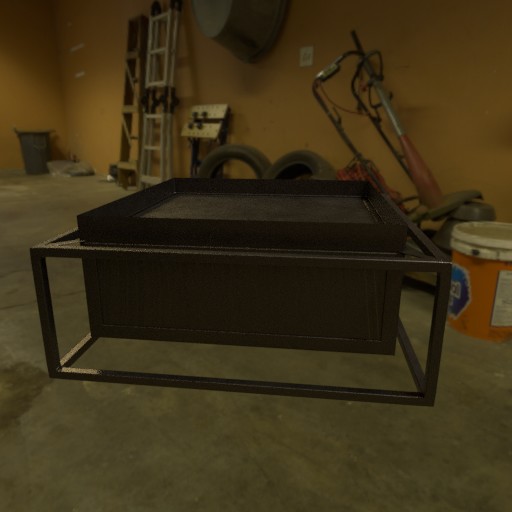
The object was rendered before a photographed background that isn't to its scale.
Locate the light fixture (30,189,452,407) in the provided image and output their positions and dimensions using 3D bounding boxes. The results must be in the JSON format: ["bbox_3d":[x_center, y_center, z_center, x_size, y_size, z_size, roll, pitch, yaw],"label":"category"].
[{"bbox_3d":[0.000,0.000,0.683,0.441,0.191,0.441,2,17,7],"label":"light fixture"}]
